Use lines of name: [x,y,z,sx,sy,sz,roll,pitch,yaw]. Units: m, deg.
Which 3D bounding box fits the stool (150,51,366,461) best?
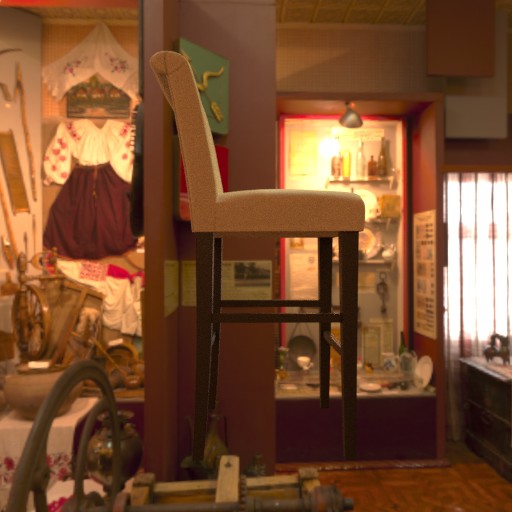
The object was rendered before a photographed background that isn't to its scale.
stool: [0.000,0.000,1.430,0.597,1.124,0.452,0,0,-1]
